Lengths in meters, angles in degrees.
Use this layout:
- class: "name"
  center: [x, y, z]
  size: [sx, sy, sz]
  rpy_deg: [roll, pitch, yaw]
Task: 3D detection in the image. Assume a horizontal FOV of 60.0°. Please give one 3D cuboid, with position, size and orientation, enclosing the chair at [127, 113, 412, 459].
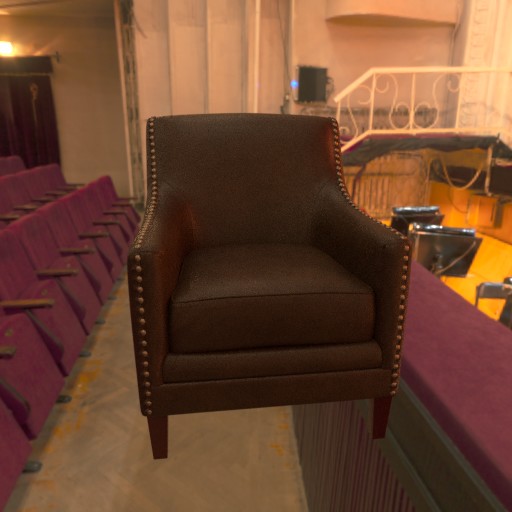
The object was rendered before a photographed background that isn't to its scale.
- class: "chair"
  center: [0.000, 0.000, 1.294]
  size: [0.639, 0.813, 0.704]
  rpy_deg: [-2, 16, -7]
